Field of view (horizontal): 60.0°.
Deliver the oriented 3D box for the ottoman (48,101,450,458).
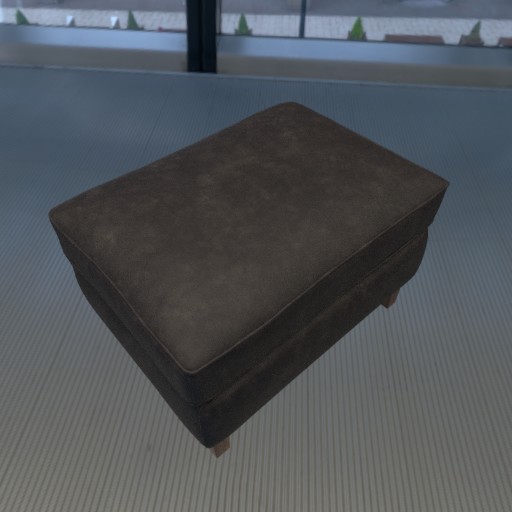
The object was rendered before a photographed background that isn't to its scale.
[{"bbox_3d":[0.000,0.000,0.979,0.665,0.413,0.501,-33,55,-27],"label":"ottoman"}]
